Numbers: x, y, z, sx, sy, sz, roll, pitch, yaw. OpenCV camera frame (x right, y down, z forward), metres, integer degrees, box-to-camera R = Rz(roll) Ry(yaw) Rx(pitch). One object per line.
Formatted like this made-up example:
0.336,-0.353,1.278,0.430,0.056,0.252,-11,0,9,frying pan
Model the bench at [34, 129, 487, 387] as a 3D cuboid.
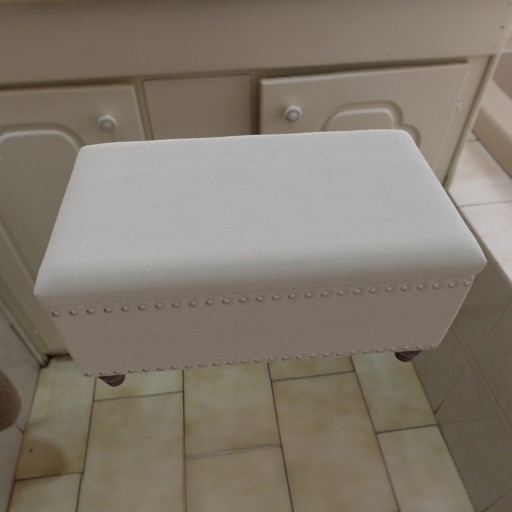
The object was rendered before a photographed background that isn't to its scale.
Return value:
0.000,0.000,1.162,0.887,0.449,0.500,-4,46,-4,bench
